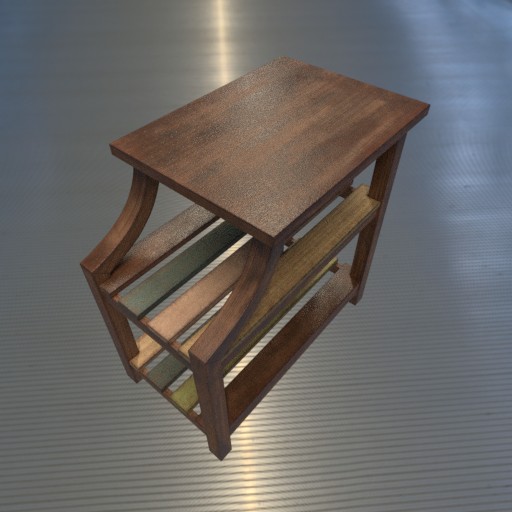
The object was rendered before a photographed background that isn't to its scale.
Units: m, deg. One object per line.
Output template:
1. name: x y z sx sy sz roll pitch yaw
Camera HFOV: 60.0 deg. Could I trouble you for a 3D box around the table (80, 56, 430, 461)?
1. table: 0.000 0.000 0.970 0.356 0.584 0.609 31 54 27
